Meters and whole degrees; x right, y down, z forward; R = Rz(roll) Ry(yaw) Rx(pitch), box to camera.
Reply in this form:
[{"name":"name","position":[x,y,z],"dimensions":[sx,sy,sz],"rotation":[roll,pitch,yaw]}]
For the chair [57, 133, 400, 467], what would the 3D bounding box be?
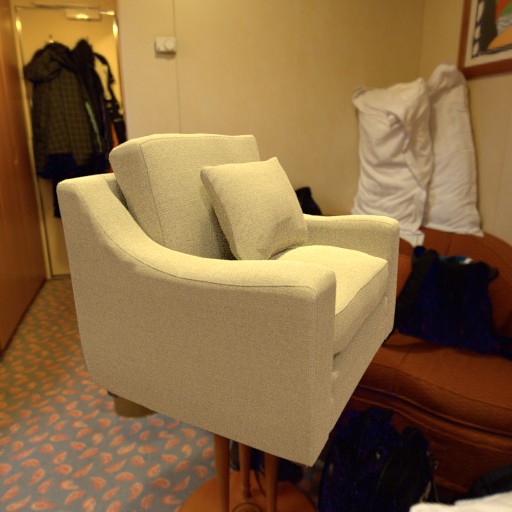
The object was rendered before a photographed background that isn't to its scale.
[{"name":"chair","position":[0.000,0.000,1.904],"dimensions":[1.009,1.016,1.178],"rotation":[8,17,27]}]
